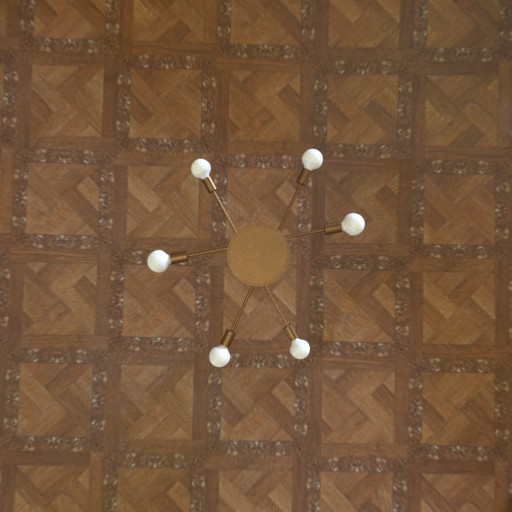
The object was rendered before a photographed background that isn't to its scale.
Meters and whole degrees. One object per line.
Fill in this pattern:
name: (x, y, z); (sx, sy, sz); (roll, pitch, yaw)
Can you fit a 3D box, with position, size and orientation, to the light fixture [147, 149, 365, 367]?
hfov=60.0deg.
light fixture: (0.000, 0.000, 1.219); (0.637, 0.744, 0.682); (0, 89, 0)
